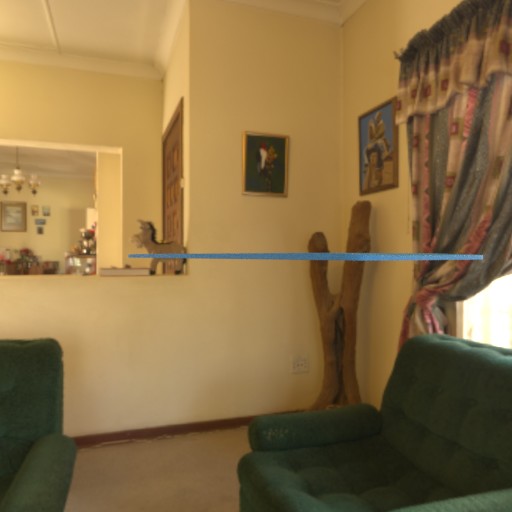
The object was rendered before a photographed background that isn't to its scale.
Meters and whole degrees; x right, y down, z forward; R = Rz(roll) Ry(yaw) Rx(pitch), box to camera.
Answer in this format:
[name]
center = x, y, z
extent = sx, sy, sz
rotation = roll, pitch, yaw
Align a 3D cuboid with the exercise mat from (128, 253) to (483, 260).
[exercise mat]
center = 0.000, 0.000, 2.068
extent = 0.616, 0.021, 1.869
rotation = 0, 0, -35
